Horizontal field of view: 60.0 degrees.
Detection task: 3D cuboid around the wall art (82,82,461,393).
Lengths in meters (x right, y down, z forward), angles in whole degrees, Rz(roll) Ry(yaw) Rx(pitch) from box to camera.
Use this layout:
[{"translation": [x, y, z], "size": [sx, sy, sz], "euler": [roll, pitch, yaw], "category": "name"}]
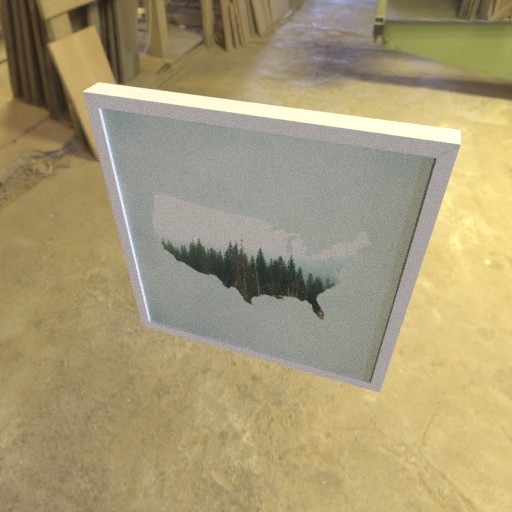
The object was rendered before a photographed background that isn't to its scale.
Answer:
[{"translation": [0.000, 0.000, 0.749], "size": [0.509, 0.509, 0.040], "euler": [12, 42, 14], "category": "wall art"}]
